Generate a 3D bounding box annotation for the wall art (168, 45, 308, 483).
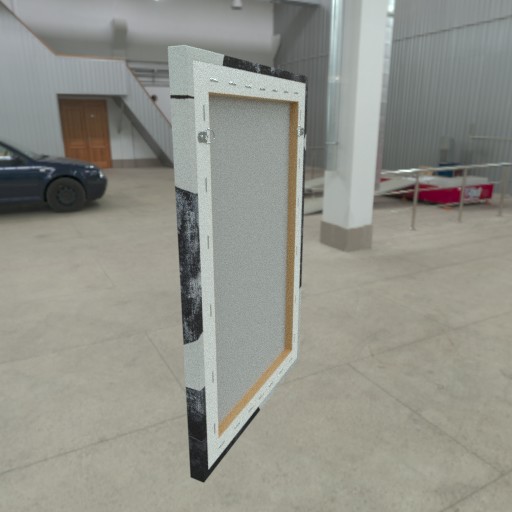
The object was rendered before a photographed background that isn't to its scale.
[{"bbox_3d":[0.000,0.000,1.150,0.041,0.915,0.610,8,19,25],"label":"wall art"}]
